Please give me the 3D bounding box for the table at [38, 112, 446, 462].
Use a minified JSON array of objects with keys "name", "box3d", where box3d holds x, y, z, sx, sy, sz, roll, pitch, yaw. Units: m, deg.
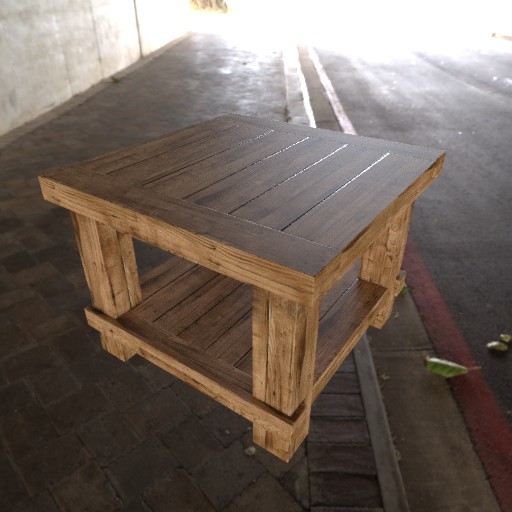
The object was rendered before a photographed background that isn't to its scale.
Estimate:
[{"name":"table","box3d":[0.000,0.000,1.045,0.610,0.457,0.610,20,37,29]}]
